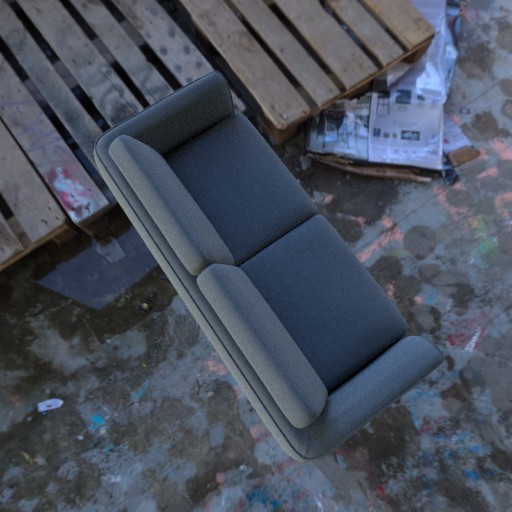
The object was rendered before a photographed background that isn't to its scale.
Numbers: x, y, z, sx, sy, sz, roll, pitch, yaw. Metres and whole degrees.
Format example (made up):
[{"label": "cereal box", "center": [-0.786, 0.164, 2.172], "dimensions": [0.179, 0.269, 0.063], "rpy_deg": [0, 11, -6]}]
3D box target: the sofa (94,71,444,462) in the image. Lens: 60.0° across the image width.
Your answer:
[{"label": "sofa", "center": [0.000, 0.000, 2.433], "dimensions": [0.920, 0.850, 2.000], "rpy_deg": [-34, 77, -9]}]
